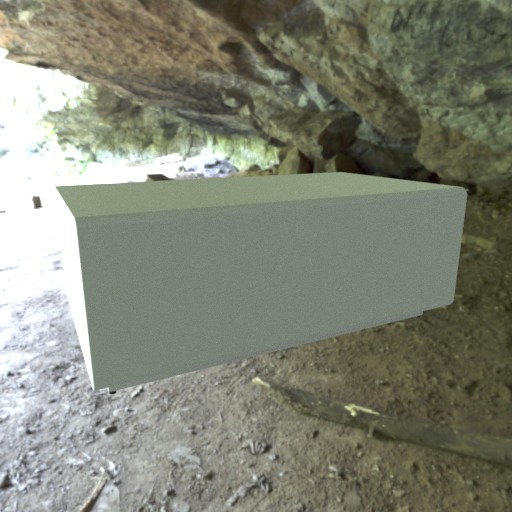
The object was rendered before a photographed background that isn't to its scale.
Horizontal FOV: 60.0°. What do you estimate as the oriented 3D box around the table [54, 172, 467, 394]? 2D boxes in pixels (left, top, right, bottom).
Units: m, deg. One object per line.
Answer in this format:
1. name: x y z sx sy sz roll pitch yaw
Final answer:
1. table: 0.000 0.000 1.414 1.097 0.442 0.639 -8 17 -26
